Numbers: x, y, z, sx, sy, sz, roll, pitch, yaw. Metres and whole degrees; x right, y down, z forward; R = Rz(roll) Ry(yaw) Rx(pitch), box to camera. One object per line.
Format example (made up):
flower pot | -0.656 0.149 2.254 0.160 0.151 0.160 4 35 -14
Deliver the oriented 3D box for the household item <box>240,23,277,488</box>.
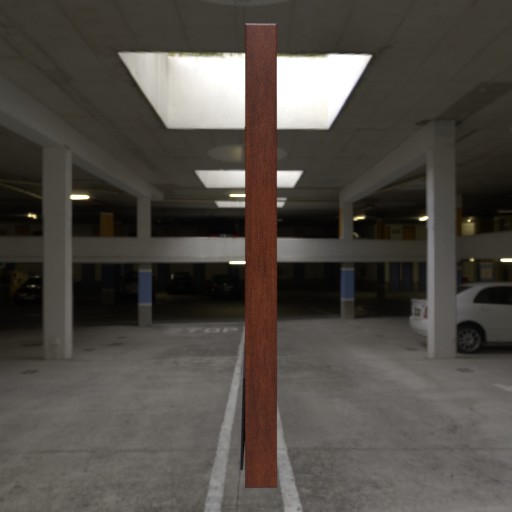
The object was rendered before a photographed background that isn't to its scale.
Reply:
household item | 0.000 0.000 0.339 0.020 0.250 0.200 0 0 -1
